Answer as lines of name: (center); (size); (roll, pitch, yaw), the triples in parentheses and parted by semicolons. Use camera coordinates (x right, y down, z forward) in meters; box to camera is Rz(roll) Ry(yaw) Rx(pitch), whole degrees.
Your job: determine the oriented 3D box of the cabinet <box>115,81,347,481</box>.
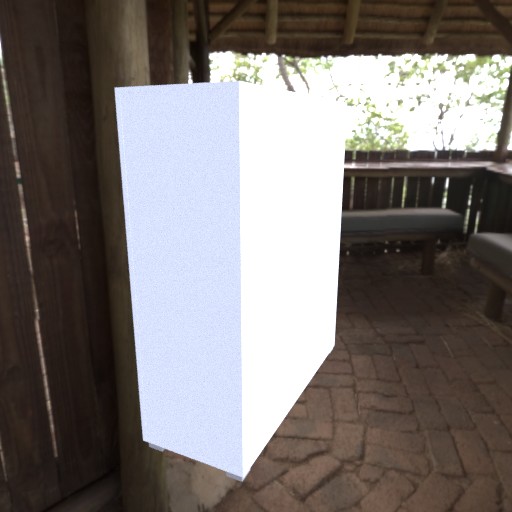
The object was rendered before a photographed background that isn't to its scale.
cabinet: (0.000, 0.000, 1.759); (0.400, 1.190, 1.000); (8, 17, 25)
